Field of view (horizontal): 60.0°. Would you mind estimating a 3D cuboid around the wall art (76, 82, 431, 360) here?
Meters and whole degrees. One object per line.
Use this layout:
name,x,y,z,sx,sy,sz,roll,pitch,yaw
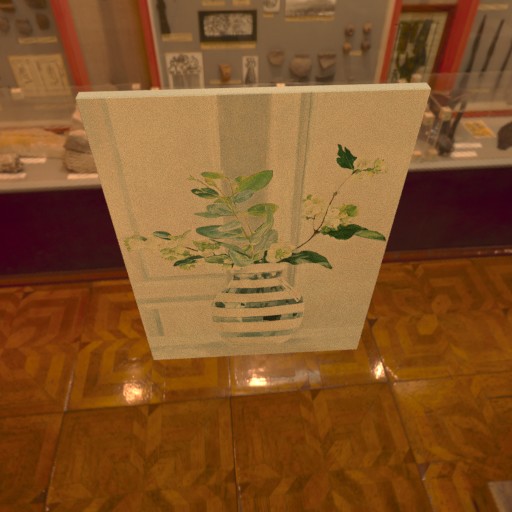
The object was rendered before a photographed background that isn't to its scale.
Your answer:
wall art,0.000,0.000,1.576,0.914,1.212,0.038,-3,45,-3
